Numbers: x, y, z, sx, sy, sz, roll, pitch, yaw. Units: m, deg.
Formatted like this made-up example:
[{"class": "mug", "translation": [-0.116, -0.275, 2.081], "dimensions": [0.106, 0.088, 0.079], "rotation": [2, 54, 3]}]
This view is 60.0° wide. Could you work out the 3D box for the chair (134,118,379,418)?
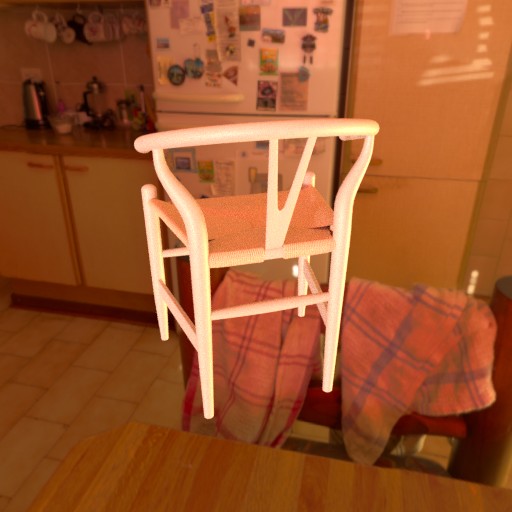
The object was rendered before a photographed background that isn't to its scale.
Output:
[{"class": "chair", "translation": [0.000, 0.000, 1.124], "dimensions": [0.533, 0.736, 0.500], "rotation": [-7, 27, -15]}]
